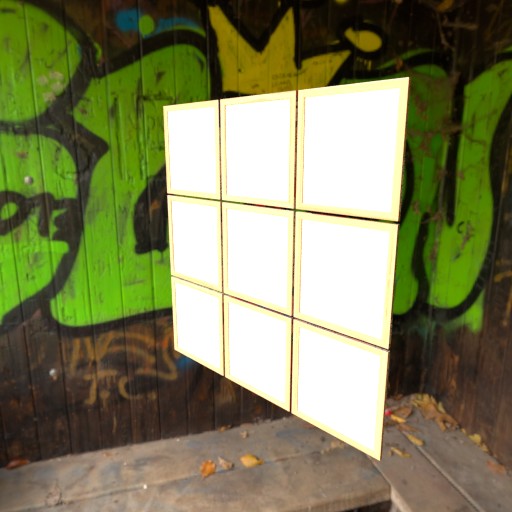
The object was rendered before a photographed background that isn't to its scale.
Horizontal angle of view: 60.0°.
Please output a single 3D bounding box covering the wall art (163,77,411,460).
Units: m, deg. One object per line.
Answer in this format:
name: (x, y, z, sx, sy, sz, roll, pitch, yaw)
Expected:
wall art: (0.000, 0.000, 1.779, 0.013, 1.218, 1.206, -13, 19, -43)
